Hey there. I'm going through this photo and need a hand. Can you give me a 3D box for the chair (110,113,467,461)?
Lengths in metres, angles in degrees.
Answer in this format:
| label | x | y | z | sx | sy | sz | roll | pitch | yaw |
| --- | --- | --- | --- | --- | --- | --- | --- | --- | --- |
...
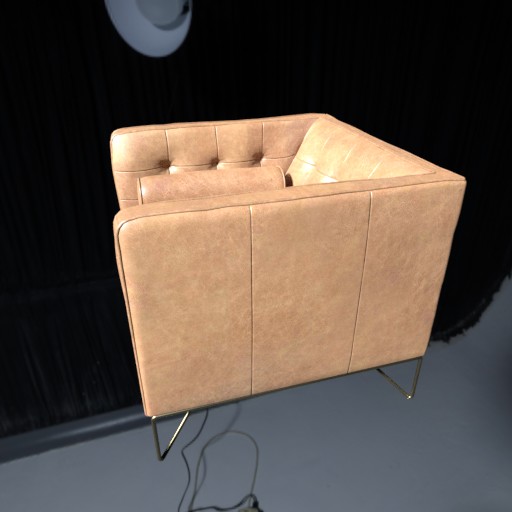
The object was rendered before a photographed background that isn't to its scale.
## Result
| label | x | y | z | sx | sy | sz | roll | pitch | yaw |
| --- | --- | --- | --- | --- | --- | --- | --- | --- | --- |
| chair | 0.000 | 0.000 | 1.601 | 0.912 | 0.797 | 0.920 | -8 | 30 | -15 |
